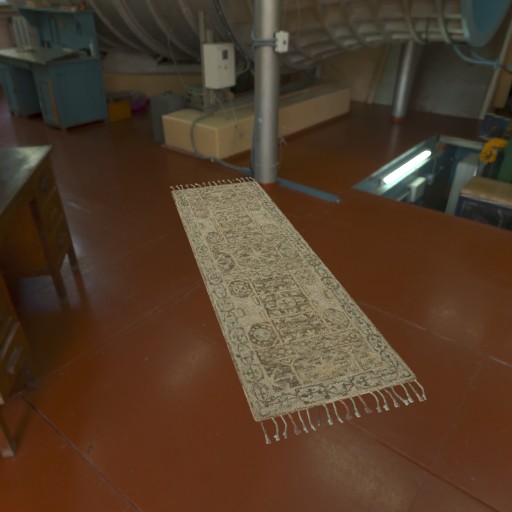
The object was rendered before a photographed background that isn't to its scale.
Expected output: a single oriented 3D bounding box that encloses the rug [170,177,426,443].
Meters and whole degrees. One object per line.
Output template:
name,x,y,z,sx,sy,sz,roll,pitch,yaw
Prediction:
rug,0.000,0.000,2.885,0.762,0.011,2.664,-9,33,-15
